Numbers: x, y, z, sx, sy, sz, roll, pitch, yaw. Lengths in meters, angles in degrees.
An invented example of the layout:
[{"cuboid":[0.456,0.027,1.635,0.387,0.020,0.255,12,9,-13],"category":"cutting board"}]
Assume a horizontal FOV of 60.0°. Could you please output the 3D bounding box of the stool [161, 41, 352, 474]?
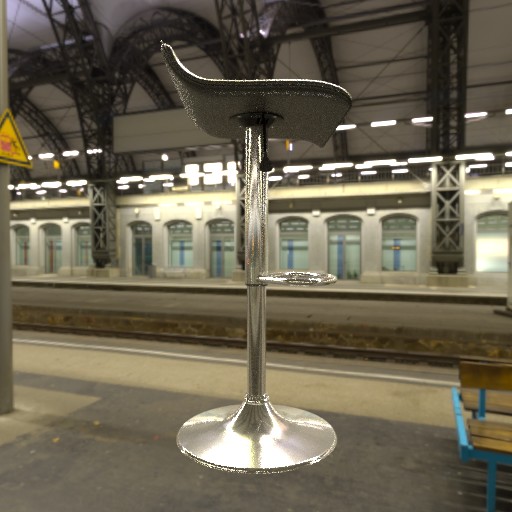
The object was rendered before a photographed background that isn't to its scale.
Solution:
[{"cuboid":[0.000,0.000,1.056,0.381,0.851,0.381,0,1,-1],"category":"stool"}]
